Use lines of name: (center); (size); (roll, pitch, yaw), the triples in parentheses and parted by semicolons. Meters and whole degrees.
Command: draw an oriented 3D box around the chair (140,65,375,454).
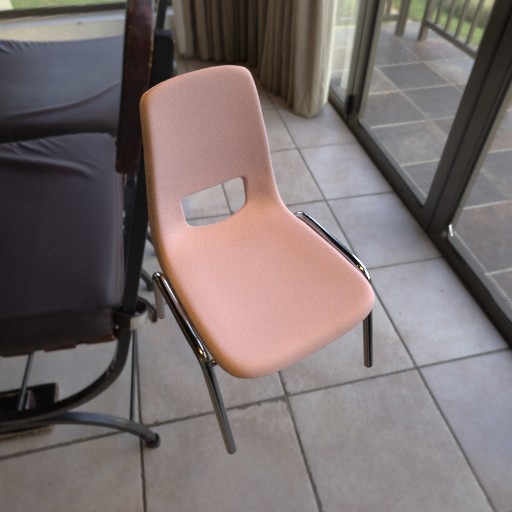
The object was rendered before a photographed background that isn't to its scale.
chair: (0.000, 0.000, 0.798); (0.354, 0.536, 0.385); (-24, 51, -21)
